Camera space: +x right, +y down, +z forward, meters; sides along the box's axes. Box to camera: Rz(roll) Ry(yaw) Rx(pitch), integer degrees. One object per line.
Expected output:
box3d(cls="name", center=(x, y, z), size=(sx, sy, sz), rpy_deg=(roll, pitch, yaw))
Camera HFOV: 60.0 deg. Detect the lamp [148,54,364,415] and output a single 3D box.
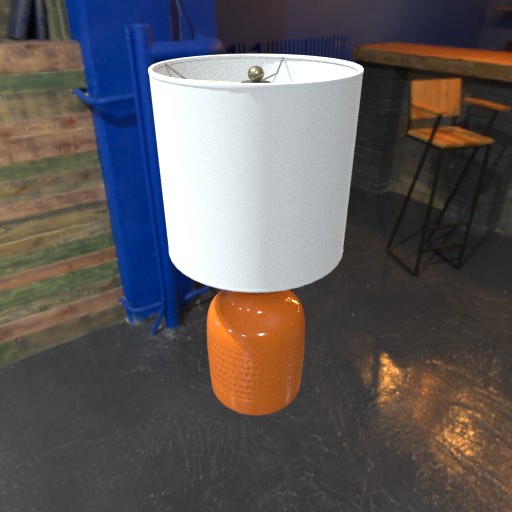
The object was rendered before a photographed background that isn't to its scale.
box3d(cls="lamp", center=(0.000, 0.000, 1.097), size=(0.418, 0.871, 0.418), rpy_deg=(-18, 35, -28))
